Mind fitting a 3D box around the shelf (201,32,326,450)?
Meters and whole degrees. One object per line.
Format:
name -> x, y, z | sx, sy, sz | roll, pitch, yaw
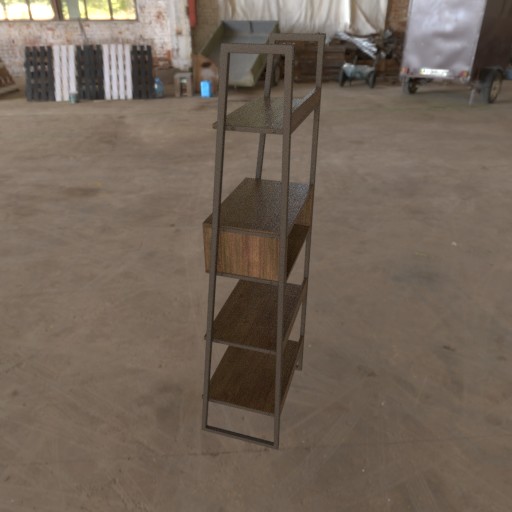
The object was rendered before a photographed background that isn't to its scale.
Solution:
shelf -> 0.000, 0.000, 2.249 | 0.454, 2.005, 0.652 | 9, 31, 15
